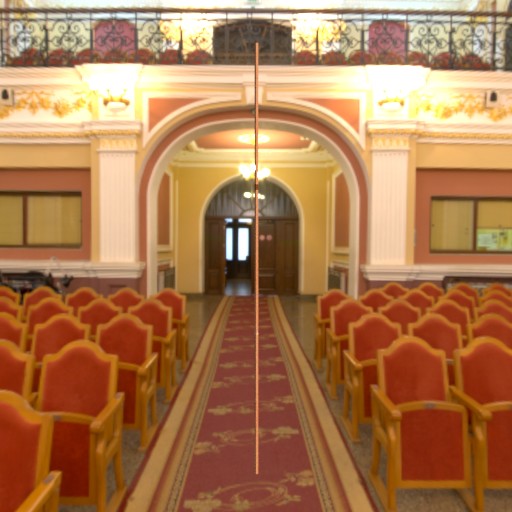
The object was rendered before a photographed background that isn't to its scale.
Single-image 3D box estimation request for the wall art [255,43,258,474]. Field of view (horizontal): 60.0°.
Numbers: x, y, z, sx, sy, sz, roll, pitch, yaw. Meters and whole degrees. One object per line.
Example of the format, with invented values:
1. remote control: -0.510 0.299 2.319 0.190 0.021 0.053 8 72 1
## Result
1. wall art: 0.000 0.000 2.325 0.013 1.525 1.520 0 1 0
